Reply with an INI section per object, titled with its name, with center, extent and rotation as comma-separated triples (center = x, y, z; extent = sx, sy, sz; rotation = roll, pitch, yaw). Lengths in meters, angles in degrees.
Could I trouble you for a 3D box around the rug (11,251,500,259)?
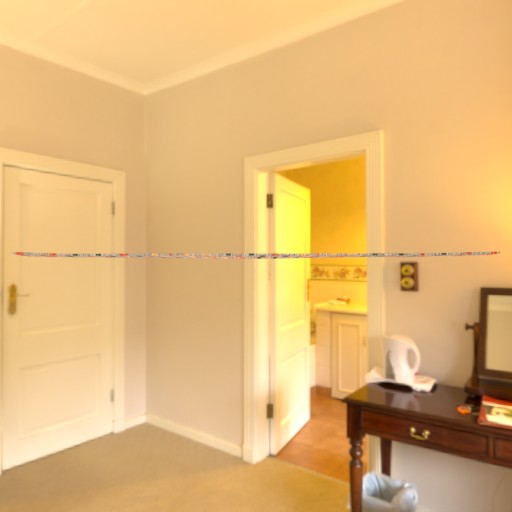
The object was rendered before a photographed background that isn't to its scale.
[rug]
center = 0.000, 0.000, 2.968
extent = 2.439, 0.029, 1.537
rotation = 0, -1, 0
